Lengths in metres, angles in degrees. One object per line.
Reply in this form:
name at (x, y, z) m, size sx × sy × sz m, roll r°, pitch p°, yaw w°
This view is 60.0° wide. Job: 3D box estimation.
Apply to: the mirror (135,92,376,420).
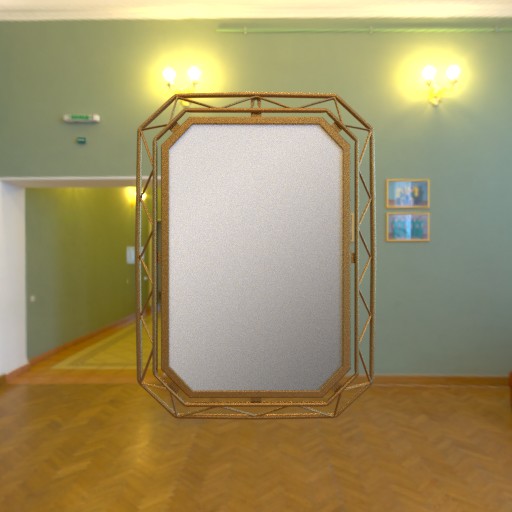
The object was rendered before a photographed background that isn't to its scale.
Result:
mirror at (0.000, 0.000, 0.749) m, size 0.417 × 0.566 × 0.042 m, roll 0°, pitch 0°, yaw 0°
